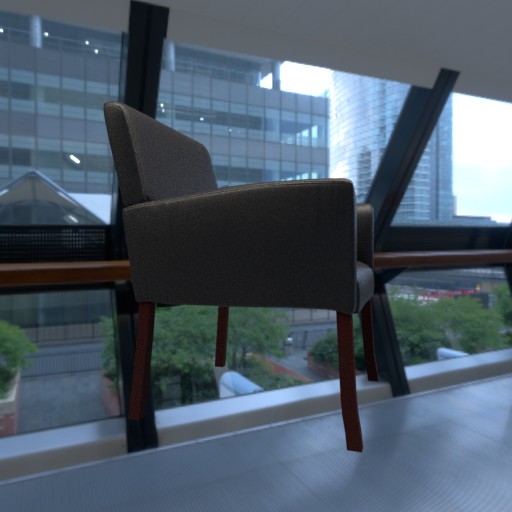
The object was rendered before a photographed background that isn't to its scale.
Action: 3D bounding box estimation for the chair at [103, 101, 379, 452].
[{"bbox_3d":[0.000,0.000,1.512,0.772,0.951,0.683,0,1,19],"label":"chair"}]
